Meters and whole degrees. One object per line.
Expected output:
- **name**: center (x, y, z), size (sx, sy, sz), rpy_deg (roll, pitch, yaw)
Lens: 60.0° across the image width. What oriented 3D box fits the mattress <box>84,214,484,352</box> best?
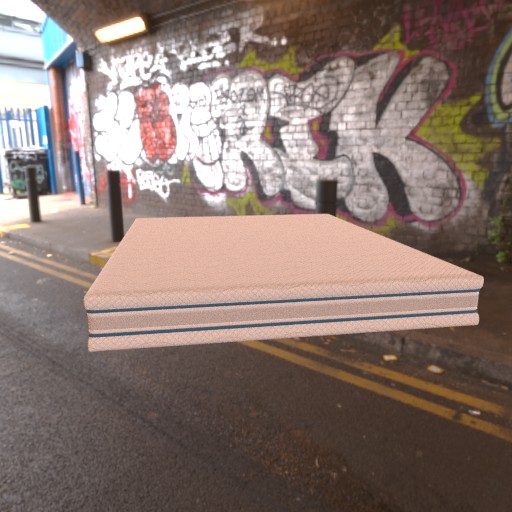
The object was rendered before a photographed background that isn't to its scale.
- **mattress**: center (0.000, 0.000, 2.702), size (1.600, 0.230, 2.000), rpy_deg (-2, 13, -9)
